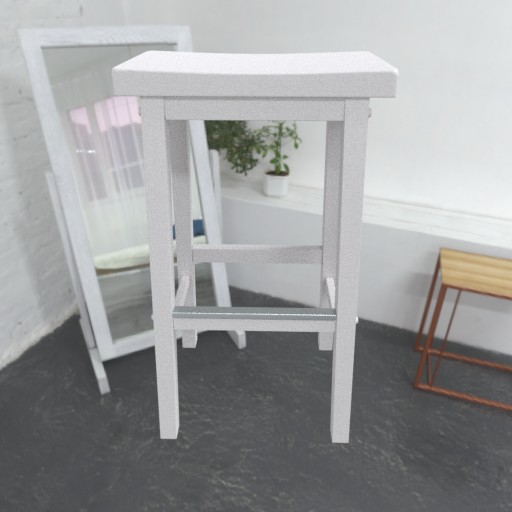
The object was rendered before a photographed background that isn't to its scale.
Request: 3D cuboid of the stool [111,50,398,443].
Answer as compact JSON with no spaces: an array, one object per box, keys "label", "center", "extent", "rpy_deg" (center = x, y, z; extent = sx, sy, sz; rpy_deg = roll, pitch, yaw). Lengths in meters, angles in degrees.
[{"label":"stool","center":[0.000,0.000,0.906],"extent":[0.406,0.742,0.322],"rpy_deg":[1,31,1]}]
